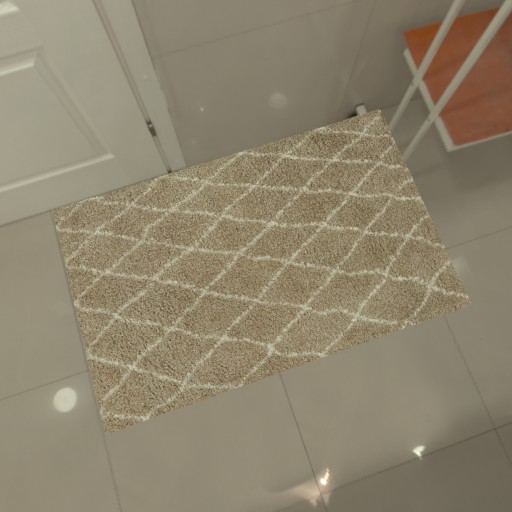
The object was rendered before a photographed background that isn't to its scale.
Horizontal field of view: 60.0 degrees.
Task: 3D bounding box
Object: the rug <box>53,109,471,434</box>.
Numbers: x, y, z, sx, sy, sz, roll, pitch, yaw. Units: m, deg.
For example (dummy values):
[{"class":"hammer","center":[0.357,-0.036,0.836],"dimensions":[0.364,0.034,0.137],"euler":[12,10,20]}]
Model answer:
[{"class":"rug","center":[0.000,0.000,2.959],"dimensions":[2.438,0.030,1.524],"euler":[-18,76,-5]}]
